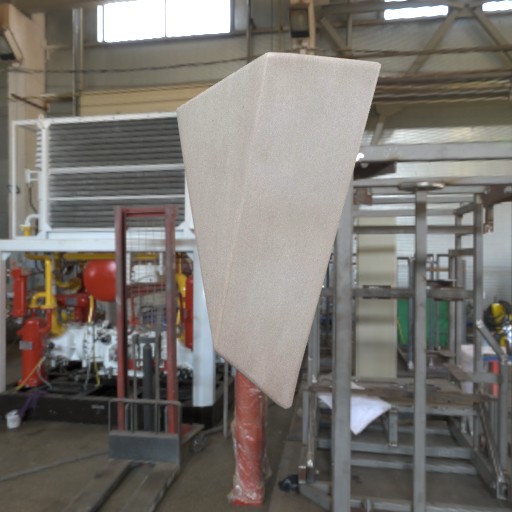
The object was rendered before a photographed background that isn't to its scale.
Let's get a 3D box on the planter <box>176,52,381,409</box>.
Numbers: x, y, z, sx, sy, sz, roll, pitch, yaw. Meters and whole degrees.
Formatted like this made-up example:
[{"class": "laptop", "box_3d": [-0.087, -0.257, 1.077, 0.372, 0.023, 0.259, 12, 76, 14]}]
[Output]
[{"class": "planter", "box_3d": [0.000, 0.000, 0.272, 0.060, 0.197, 0.150, 0, 0, -35]}]
